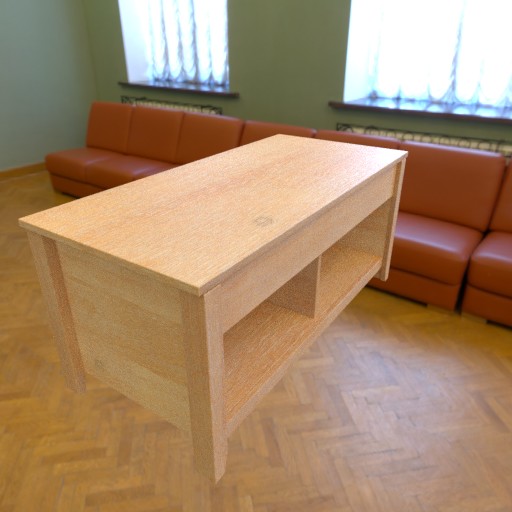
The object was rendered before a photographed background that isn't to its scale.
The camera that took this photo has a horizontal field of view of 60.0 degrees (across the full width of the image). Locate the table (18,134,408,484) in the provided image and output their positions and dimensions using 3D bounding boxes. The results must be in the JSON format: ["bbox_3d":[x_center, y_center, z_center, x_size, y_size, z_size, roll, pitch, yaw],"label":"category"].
[{"bbox_3d":[0.000,0.000,1.259,0.483,0.457,1.016,17,31,30],"label":"table"}]
